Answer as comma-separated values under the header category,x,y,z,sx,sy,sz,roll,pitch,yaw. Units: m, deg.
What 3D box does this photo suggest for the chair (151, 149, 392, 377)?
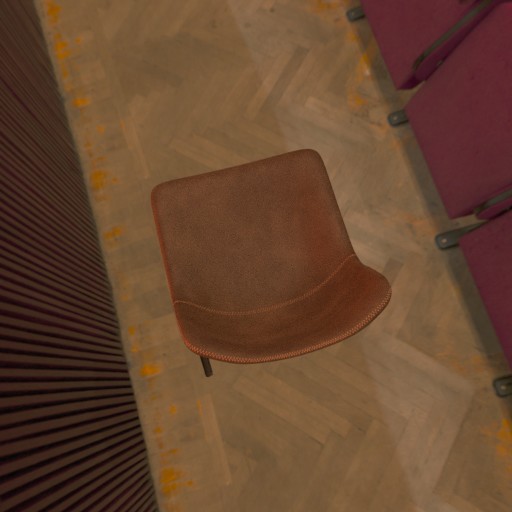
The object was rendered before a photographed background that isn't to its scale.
category,x,y,z,sx,sy,sz,roll,pitch,yaw
chair,0.000,0.000,1.128,0.460,0.780,0.551,-14,75,-4
